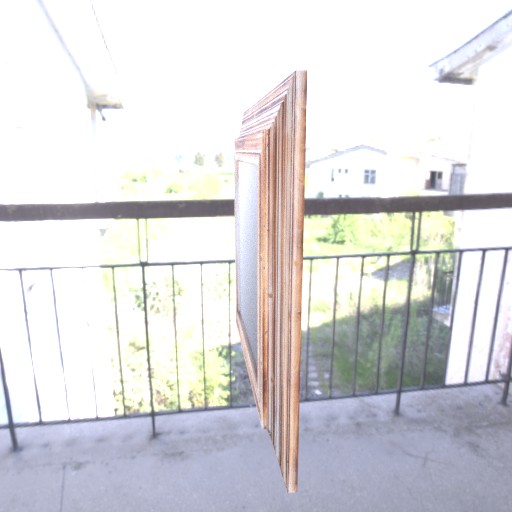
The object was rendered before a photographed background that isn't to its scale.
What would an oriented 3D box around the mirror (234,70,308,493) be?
[{"bbox_3d":[0.000,0.000,1.196,0.061,0.804,0.804,-2,13,-8],"label":"mirror"}]
